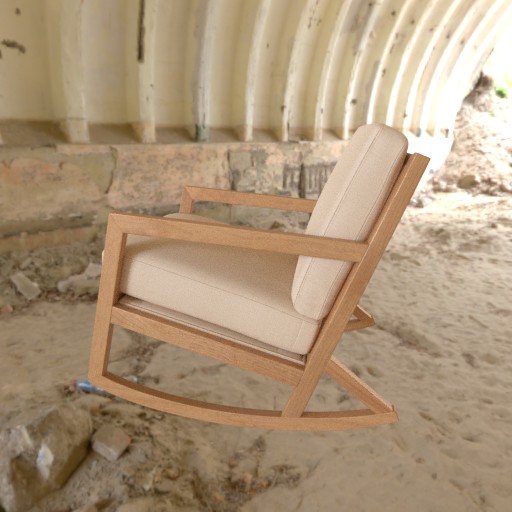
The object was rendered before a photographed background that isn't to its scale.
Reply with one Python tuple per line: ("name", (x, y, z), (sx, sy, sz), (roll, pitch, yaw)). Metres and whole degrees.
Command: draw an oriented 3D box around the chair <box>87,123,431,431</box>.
("chair", (0.000, 0.000, 1.392), (0.857, 0.790, 0.622), (2, 16, 9))
